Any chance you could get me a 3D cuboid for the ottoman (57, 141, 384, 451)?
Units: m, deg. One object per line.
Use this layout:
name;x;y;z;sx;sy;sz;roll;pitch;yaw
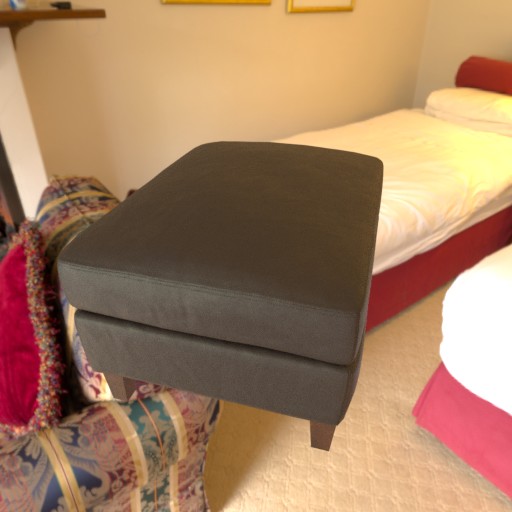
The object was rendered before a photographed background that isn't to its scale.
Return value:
ottoman;0.000;0.000;1.281;0.659;0.529;0.887;9;32;14
